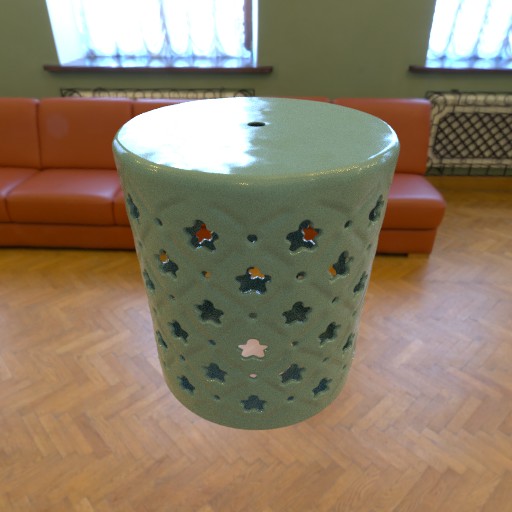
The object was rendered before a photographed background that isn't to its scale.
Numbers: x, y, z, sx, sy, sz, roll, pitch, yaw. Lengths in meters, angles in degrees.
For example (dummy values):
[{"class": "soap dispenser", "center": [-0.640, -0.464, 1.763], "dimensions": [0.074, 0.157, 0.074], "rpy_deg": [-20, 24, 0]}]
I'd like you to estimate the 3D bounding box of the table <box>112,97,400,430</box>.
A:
[{"class": "table", "center": [0.000, 0.000, 0.655], "dimensions": [0.352, 0.387, 0.352], "rpy_deg": [0, 31, 0]}]
